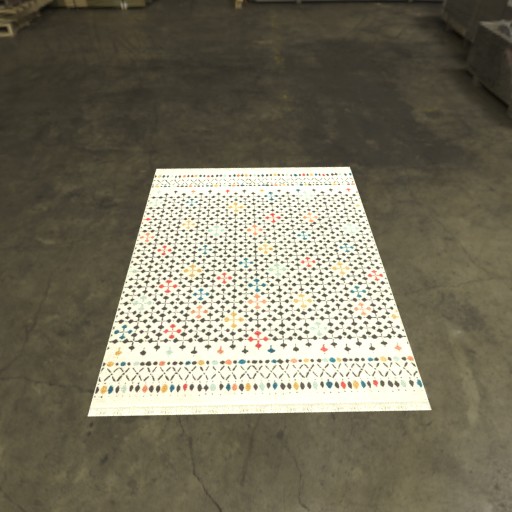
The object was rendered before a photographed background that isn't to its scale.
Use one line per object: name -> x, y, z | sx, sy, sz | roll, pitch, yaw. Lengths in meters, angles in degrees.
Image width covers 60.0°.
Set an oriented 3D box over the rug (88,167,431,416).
rug -> 0.000, 0.000, 2.053 | 1.146, 0.006, 1.556 | -1, 42, -1
